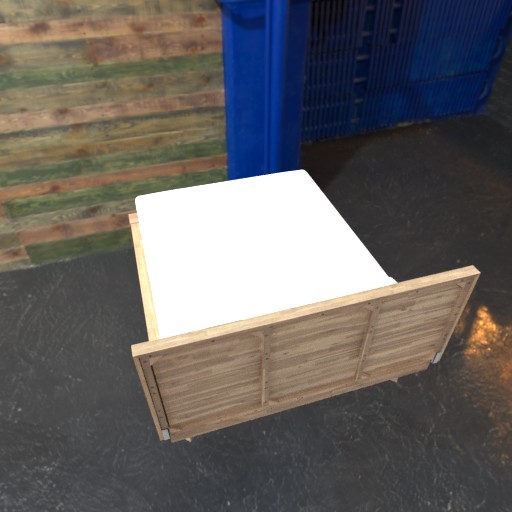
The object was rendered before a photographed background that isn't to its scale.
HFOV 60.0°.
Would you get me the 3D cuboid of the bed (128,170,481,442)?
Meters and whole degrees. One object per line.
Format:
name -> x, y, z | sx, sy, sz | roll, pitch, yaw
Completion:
bed -> 0.000, 0.000, 3.200 | 1.759, 1.071, 2.145 | -11, 42, -13
